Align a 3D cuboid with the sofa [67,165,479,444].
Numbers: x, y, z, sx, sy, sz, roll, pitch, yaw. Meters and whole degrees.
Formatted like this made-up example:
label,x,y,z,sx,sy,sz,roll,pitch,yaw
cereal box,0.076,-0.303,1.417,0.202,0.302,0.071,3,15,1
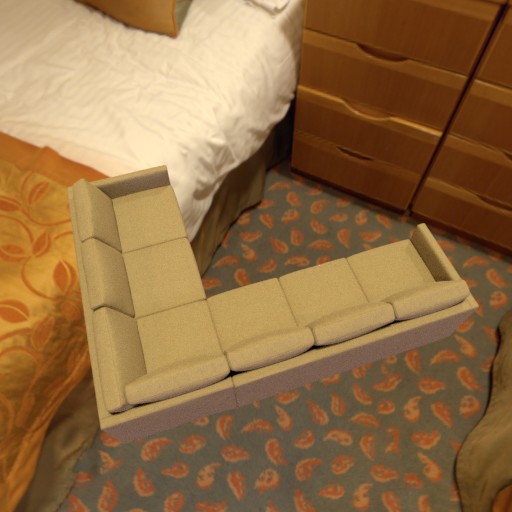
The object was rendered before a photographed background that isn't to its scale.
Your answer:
label,x,y,z,sx,sy,sz,roll,pitch,yaw
sofa,0.000,0.000,4.280,3.182,0.871,2.432,-16,59,-10
